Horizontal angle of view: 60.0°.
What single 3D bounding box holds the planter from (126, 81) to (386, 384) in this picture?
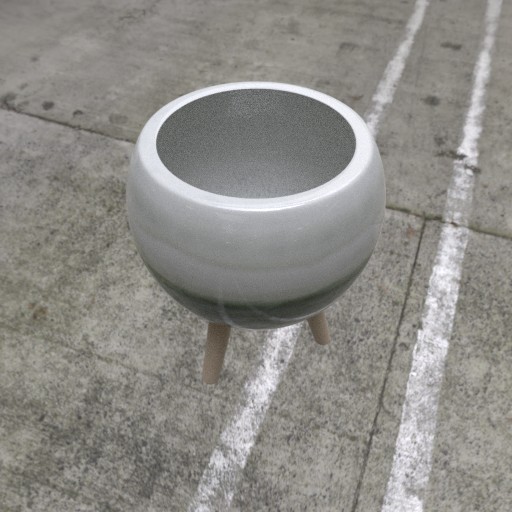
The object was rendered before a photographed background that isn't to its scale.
[{"bbox_3d":[0.000,0.000,0.446,0.222,0.278,0.222,0,47,0],"label":"planter"}]
